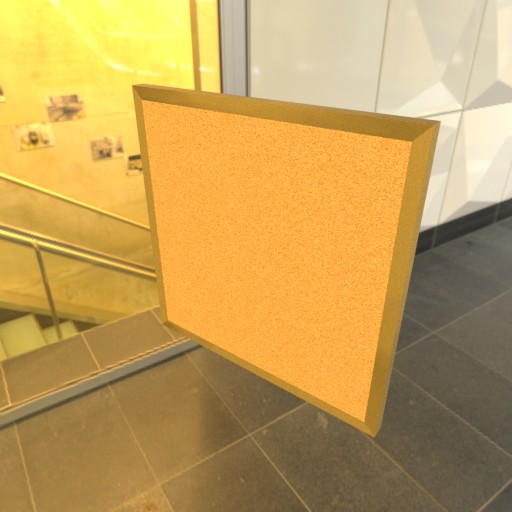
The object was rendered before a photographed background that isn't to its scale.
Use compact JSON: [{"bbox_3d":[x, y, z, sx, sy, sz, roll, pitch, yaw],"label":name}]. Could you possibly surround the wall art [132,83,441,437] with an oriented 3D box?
[{"bbox_3d":[0.000,0.000,1.129,0.762,0.762,0.038,20,34,32],"label":"wall art"}]
